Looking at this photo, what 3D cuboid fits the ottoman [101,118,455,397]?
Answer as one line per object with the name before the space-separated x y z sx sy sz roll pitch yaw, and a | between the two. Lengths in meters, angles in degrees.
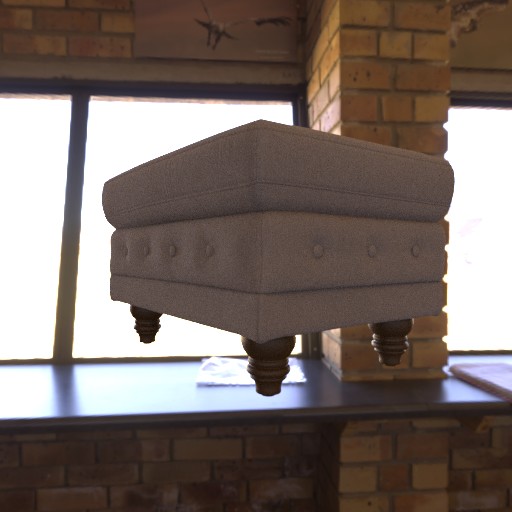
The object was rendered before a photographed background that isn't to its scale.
ottoman | 0.000 0.000 1.139 0.569 0.500 0.771 0 1 -36
